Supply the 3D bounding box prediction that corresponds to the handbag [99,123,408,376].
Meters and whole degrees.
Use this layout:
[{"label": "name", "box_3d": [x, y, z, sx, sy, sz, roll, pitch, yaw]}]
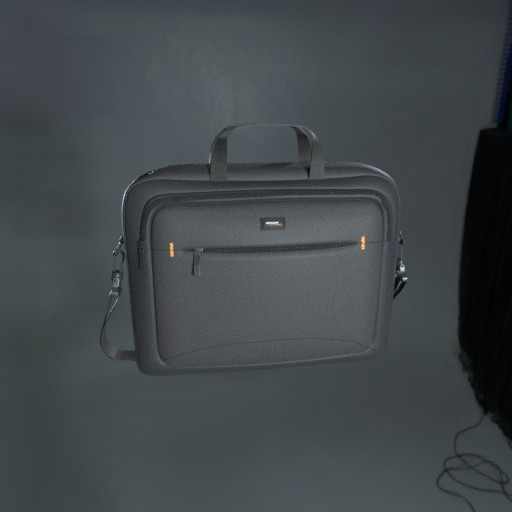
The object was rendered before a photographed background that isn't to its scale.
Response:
[{"label": "handbag", "box_3d": [0.000, 0.000, 0.578, 0.429, 0.330, 0.126, -2, 18, -8]}]
